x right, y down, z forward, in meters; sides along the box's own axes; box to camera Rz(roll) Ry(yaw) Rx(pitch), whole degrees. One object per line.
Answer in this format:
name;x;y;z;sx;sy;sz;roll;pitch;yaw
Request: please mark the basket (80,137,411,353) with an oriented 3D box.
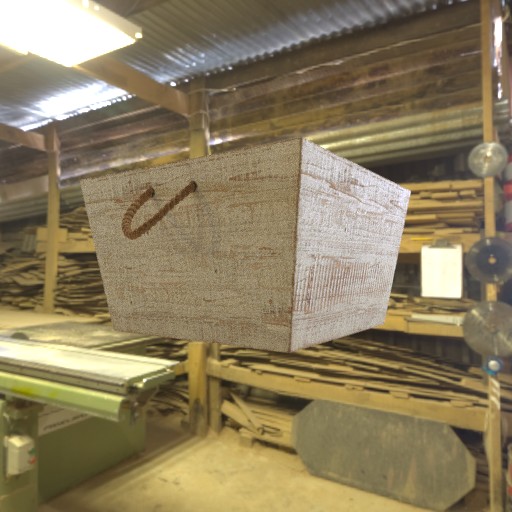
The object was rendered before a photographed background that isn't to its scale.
basket;0.000;0.000;0.769;0.413;0.247;0.545;-1;-2;35
